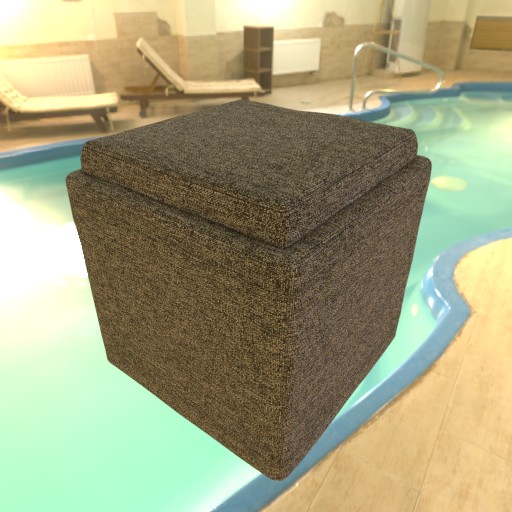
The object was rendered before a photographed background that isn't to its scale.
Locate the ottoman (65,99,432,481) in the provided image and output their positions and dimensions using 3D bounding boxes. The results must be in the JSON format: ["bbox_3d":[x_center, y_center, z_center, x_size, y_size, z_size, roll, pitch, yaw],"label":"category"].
[{"bbox_3d":[0.000,0.000,0.820,0.450,0.463,0.450,22,38,32],"label":"ottoman"}]
